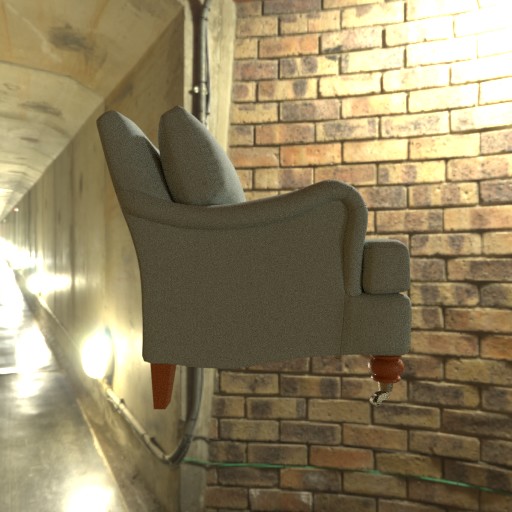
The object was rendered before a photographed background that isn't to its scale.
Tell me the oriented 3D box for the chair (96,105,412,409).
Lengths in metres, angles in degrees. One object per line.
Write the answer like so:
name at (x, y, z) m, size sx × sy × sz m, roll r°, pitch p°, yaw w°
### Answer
chair at (0.000, 0.000, 1.893) m, size 1.070 × 1.038 × 0.955 m, roll 0°, pitch -1°, yaw 1°
